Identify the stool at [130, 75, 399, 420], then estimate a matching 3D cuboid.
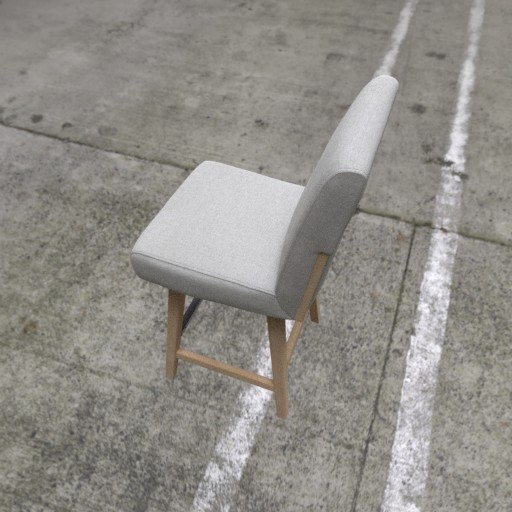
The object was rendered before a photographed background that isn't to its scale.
[{"bbox_3d":[0.000,0.000,1.414,0.606,1.085,0.507,15,48,14],"label":"stool"}]
